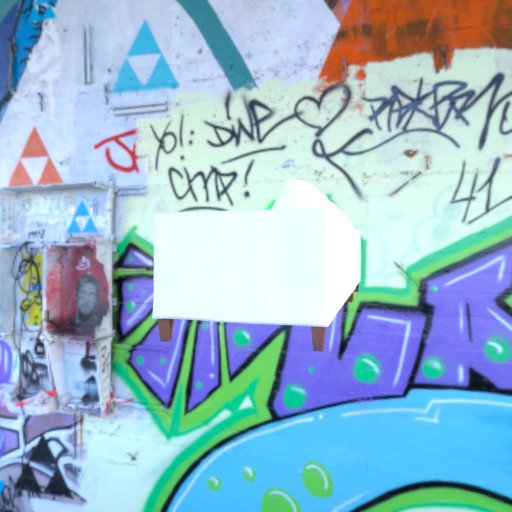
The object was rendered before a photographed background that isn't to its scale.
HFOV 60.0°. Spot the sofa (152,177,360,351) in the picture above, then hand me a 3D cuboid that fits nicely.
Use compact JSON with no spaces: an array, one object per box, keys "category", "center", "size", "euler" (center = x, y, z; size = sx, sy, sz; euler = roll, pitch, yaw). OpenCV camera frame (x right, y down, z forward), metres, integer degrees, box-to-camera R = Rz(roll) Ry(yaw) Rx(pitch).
[{"category":"sofa","center":[0.000,0.000,3.830],"size":[1.625,0.861,3.186],"euler":[0,1,16]}]
